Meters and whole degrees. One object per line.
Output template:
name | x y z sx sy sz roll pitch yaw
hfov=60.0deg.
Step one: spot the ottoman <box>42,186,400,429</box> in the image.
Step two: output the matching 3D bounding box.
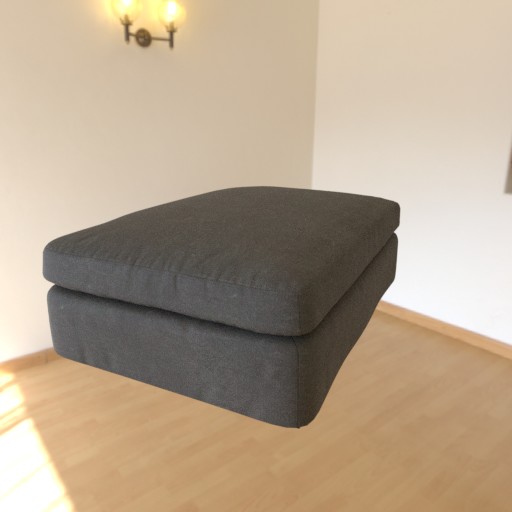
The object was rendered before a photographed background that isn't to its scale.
ottoman | 0.000 0.000 1.614 0.840 0.429 1.199 8 19 25
